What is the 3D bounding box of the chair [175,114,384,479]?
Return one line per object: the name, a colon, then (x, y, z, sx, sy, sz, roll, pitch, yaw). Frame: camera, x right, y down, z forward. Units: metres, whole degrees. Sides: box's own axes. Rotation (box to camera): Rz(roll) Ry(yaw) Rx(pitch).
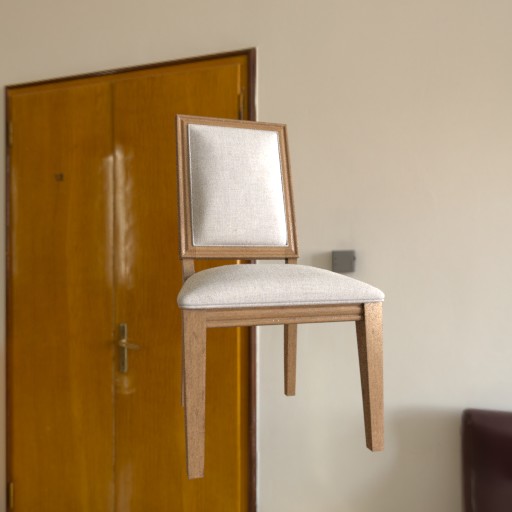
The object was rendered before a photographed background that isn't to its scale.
chair: (0.000, 0.000, 1.340, 0.536, 0.988, 0.601, 0, 0, -17)
